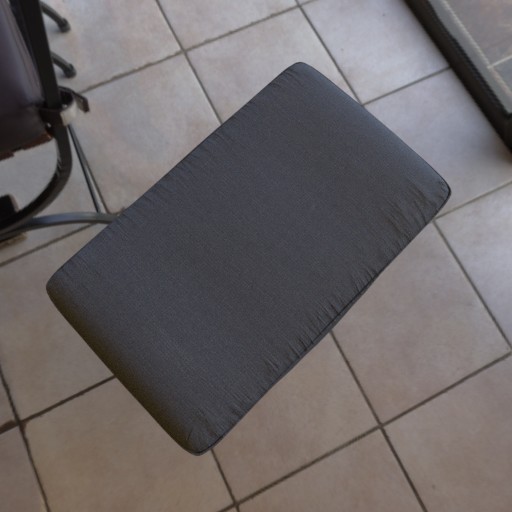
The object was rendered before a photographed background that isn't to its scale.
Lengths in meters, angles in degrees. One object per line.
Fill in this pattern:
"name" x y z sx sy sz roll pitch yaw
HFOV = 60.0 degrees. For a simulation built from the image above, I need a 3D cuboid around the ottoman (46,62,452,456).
"ottoman" 0.000 0.000 1.215 0.885 0.438 0.570 -44 80 -10
